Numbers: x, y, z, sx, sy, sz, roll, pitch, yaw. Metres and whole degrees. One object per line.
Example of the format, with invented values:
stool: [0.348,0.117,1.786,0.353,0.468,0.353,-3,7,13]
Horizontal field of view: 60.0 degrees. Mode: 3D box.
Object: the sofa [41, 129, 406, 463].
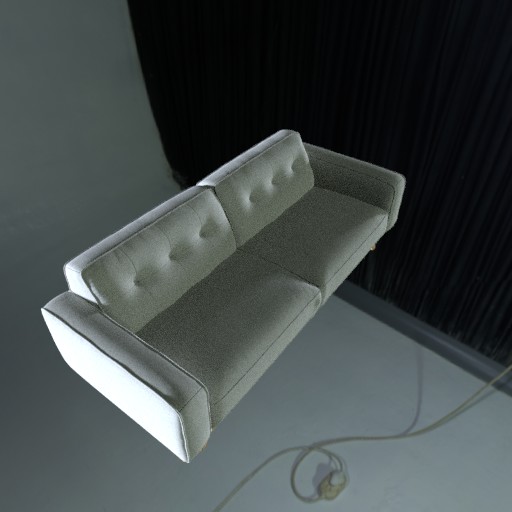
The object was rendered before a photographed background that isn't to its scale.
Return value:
sofa: [0.000,0.000,2.706,0.956,0.781,2.270,26,47,27]
